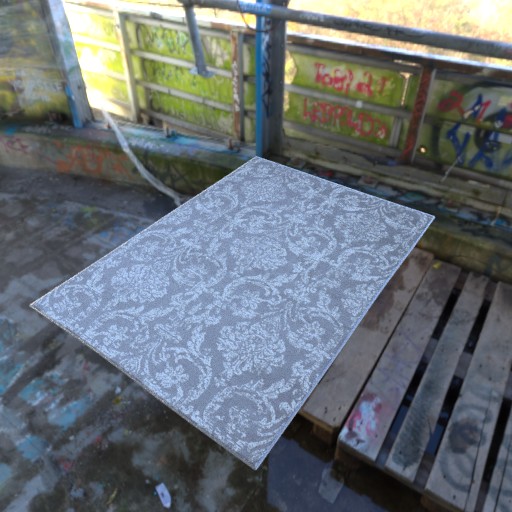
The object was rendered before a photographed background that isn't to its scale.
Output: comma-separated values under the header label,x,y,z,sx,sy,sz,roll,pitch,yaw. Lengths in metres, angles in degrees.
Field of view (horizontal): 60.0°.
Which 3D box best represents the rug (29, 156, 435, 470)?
label,x,y,z,sx,sy,sz,roll,pitch,yaw
rug,0.000,0.000,2.840,1.578,0.014,2.206,25,46,27
